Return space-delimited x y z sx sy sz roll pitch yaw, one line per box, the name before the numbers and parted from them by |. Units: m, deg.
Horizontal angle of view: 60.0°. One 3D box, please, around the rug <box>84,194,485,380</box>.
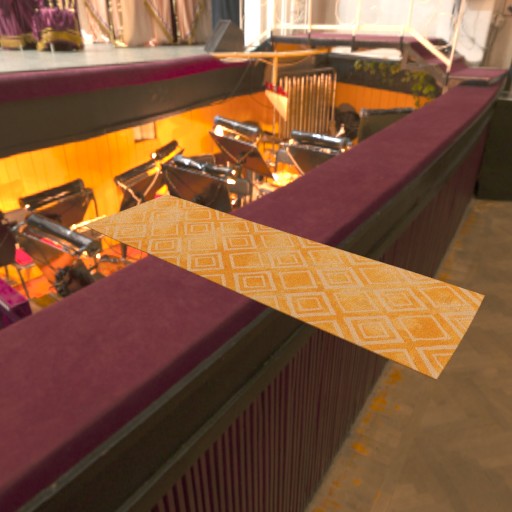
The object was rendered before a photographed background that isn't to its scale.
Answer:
rug | 0.000 0.000 2.695 2.438 0.010 0.775 20 35 33
